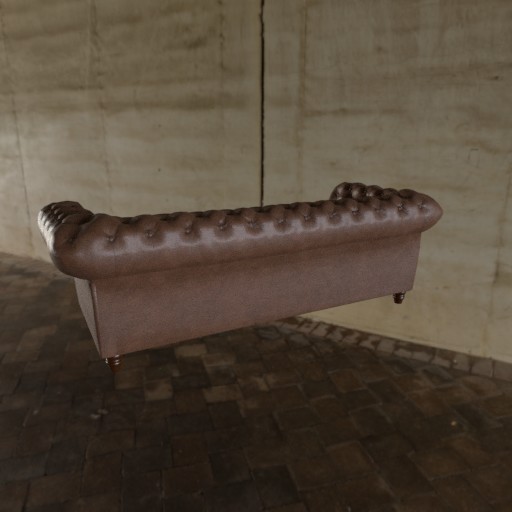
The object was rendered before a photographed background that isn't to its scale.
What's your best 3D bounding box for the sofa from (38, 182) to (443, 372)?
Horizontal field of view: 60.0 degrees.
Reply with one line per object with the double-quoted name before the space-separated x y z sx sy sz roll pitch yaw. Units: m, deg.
"sofa" 0.000 0.000 2.785 2.385 0.783 0.944 -8 18 -27
